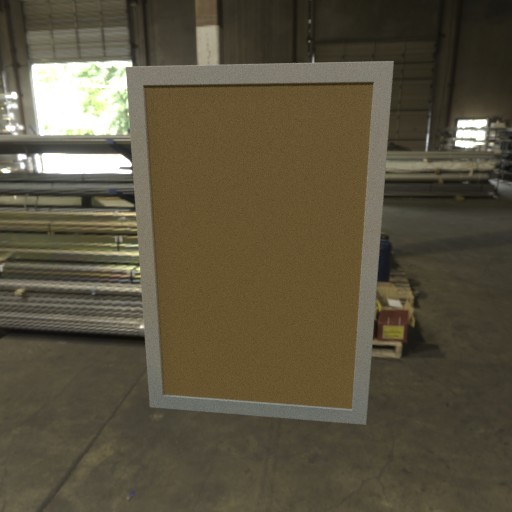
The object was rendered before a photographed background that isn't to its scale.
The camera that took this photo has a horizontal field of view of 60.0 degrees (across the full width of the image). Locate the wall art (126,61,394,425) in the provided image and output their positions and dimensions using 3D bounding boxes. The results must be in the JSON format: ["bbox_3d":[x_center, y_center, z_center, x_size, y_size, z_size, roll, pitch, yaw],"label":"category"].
[{"bbox_3d":[0.000,0.000,0.767,0.408,0.611,0.038,2,15,7],"label":"wall art"}]
